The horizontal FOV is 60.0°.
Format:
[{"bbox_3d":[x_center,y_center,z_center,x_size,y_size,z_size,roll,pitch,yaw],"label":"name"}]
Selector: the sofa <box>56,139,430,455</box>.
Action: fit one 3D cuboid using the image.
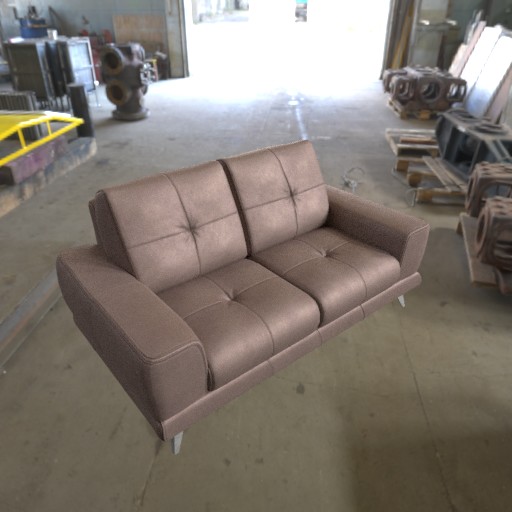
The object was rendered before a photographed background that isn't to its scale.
[{"bbox_3d":[0.000,0.000,2.375,1.806,0.907,1.018,-22,37,-33],"label":"sofa"}]
